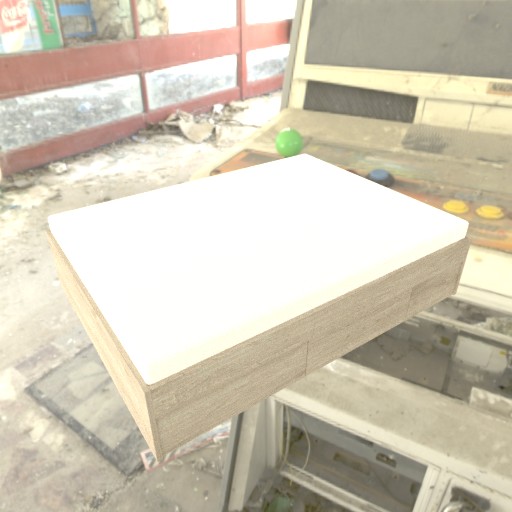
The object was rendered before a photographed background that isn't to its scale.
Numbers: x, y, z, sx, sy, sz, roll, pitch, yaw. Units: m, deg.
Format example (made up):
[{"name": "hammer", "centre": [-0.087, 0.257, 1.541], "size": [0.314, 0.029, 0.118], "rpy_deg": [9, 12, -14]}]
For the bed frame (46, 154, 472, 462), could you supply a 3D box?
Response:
[{"name": "bed frame", "centre": [0.000, 0.000, 2.593], "size": [1.944, 0.490, 1.448], "rpy_deg": [-20, 37, -29]}]
